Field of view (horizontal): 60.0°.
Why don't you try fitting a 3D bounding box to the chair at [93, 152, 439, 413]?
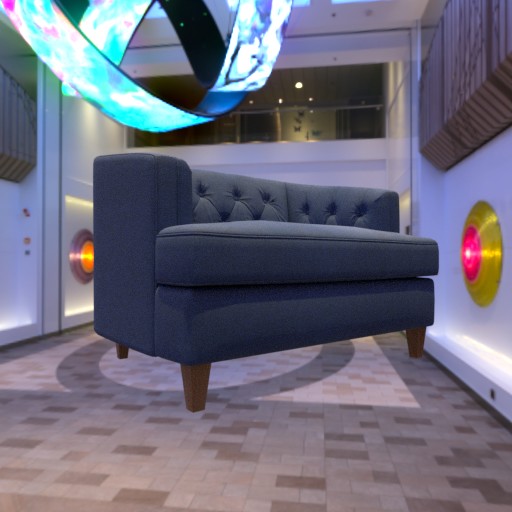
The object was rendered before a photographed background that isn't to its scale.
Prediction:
[{"bbox_3d":[0.000,0.000,1.724,1.118,0.787,0.914,0,-1,-38],"label":"chair"}]
